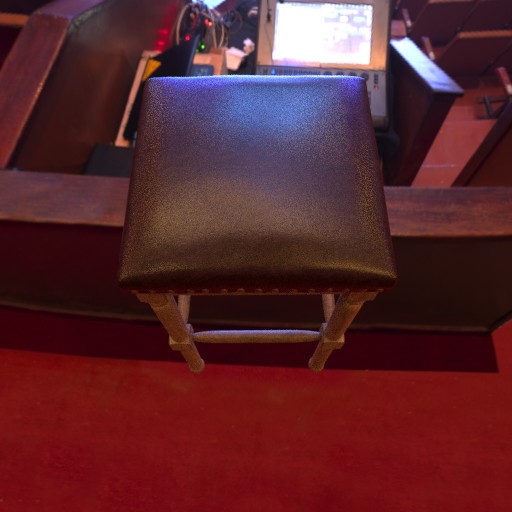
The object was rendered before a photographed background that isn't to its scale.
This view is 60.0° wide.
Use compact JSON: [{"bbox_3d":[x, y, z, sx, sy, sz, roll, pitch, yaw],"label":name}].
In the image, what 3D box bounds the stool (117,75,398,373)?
[{"bbox_3d":[0.000,0.000,0.942,0.382,0.702,0.383,0,64,0],"label":"stool"}]
